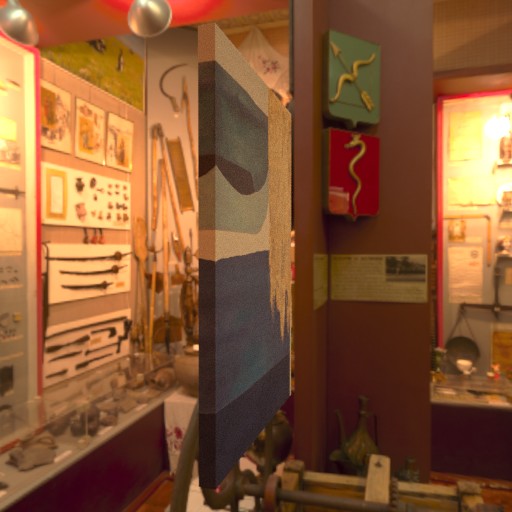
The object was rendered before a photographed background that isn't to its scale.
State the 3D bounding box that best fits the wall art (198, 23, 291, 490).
[{"bbox_3d":[0.000,0.000,1.158,0.039,0.911,0.607,0,1,18],"label":"wall art"}]
